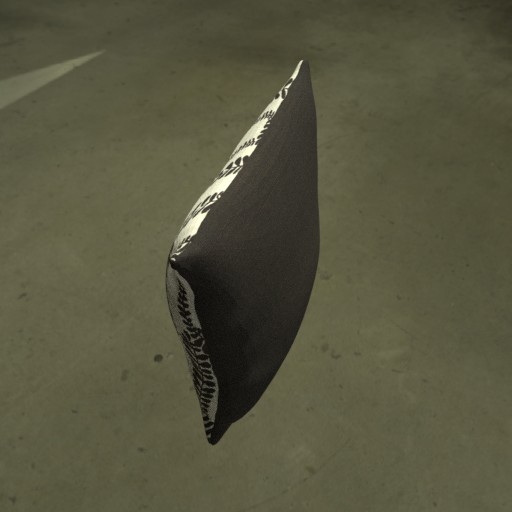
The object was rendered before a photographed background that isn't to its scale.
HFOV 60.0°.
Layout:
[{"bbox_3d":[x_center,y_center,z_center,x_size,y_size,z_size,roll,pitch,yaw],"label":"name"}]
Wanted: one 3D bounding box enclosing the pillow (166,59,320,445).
[{"bbox_3d":[0.000,0.000,0.681,0.182,0.441,0.440,15,49,14],"label":"pillow"}]
